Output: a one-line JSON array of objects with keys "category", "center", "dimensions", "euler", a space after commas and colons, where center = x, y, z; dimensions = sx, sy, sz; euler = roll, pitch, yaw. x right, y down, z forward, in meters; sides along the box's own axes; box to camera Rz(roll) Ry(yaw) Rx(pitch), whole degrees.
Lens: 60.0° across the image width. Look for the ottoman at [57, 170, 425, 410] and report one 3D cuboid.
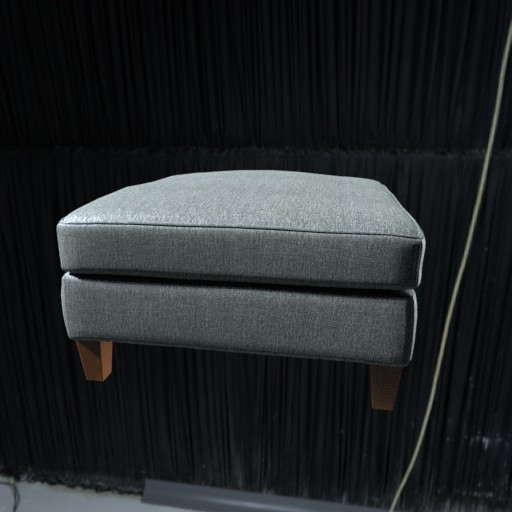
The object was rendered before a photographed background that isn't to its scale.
[{"category": "ottoman", "center": [0.000, 0.000, 1.379], "dimensions": [0.838, 0.481, 0.838], "euler": [3, 17, 9]}]
